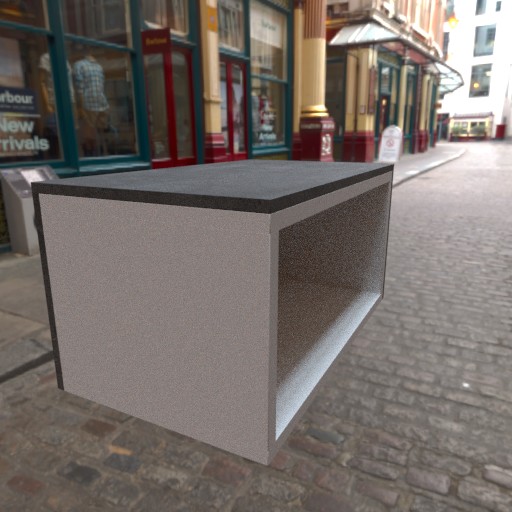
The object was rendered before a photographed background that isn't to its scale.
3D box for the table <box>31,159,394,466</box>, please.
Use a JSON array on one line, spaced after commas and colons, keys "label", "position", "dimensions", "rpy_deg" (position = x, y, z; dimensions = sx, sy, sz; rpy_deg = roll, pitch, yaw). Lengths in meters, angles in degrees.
[{"label": "table", "position": [0.000, 0.000, 0.922], "dimensions": [0.400, 0.350, 0.700], "rpy_deg": [8, 17, 26]}]
